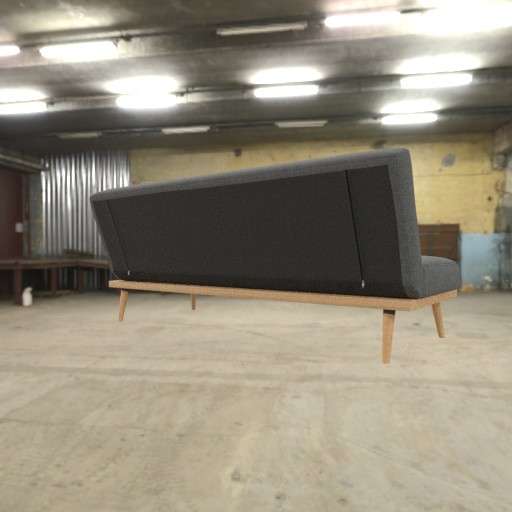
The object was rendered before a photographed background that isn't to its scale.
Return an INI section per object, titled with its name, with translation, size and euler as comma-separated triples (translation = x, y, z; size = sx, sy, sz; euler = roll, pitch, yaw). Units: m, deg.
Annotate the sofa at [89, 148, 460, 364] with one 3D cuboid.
[sofa]
translation = 0.000, 0.000, 2.304
size = 1.820, 0.770, 0.820
euler = 0, 1, 37
